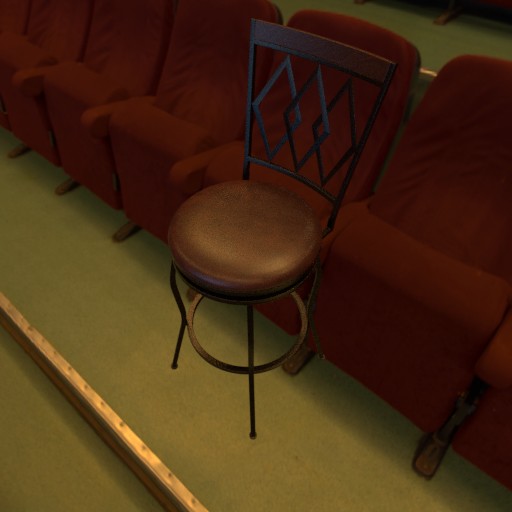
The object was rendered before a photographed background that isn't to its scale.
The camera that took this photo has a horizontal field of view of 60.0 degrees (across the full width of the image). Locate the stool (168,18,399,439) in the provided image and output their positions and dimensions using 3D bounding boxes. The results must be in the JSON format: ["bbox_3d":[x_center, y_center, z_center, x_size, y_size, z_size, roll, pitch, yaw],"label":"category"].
[{"bbox_3d":[0.000,0.000,1.339,0.432,1.134,0.521,32,55,27],"label":"stool"}]
